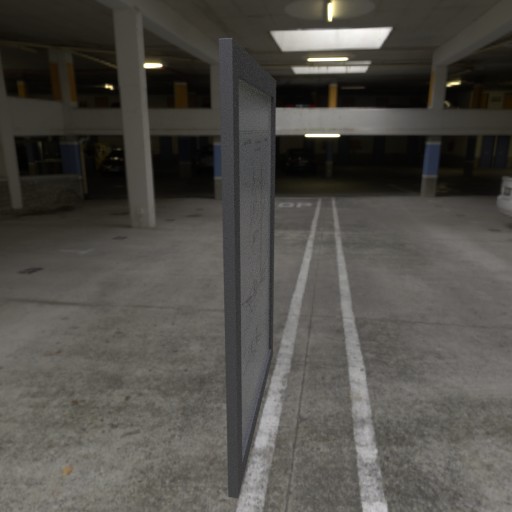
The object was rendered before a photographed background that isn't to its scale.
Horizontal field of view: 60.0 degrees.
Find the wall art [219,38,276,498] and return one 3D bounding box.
[{"bbox_3d":[0.000,0.000,0.672,0.013,0.534,0.380,2,16,8],"label":"wall art"}]
